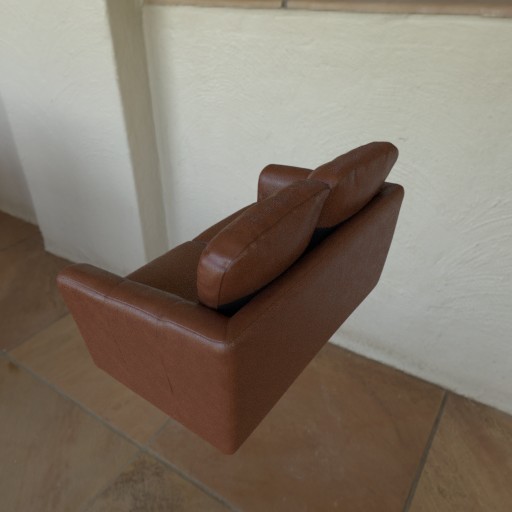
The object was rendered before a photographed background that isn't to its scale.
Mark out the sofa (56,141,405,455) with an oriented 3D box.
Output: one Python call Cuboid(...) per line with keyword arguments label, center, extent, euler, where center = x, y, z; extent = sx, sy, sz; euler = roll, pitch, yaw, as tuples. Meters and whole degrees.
Cuboid(label="sofa", center=(0.000, 0.000, 1.935), extent=(0.805, 0.906, 1.406), euler=(21, 38, 30))
